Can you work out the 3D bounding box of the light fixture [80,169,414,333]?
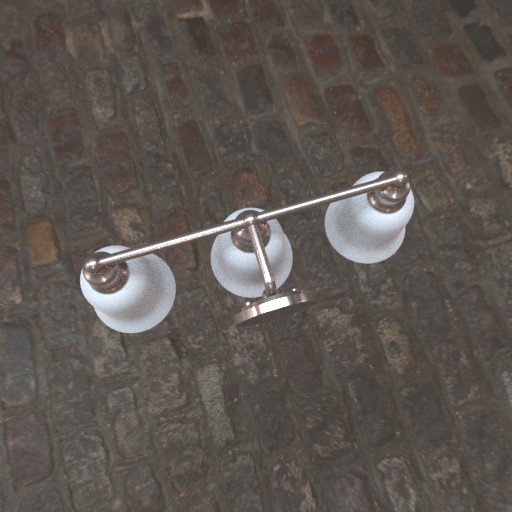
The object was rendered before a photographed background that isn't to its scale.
[{"bbox_3d":[0.000,0.000,0.675,0.570,0.211,0.198,-16,76,-4],"label":"light fixture"}]
